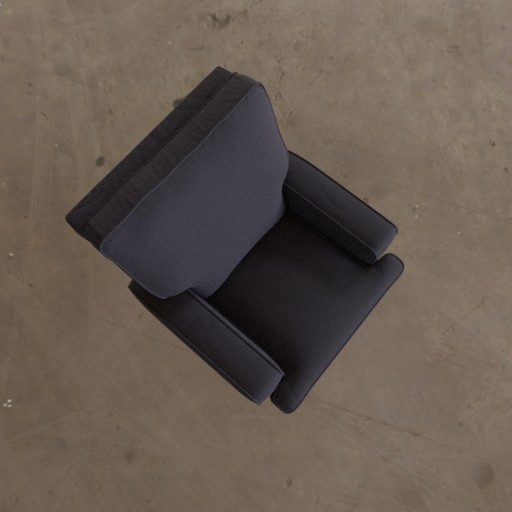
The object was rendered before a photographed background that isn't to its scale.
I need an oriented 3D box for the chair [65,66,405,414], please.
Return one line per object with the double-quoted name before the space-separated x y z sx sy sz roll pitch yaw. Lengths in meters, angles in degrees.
"chair" 0.000 0.000 1.725 0.964 0.962 0.861 39 78 10
